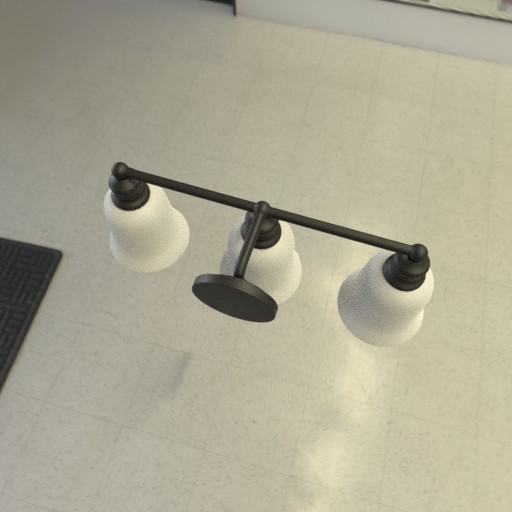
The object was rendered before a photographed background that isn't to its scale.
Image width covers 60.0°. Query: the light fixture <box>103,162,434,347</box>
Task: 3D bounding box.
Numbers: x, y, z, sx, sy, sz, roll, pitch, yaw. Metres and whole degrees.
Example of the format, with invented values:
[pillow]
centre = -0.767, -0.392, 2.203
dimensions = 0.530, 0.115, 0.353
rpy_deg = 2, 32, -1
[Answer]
[light fixture]
centre = 0.000, 0.000, 0.675
dimensions = 0.570, 0.211, 0.198
rpy_deg = 16, 65, 8
